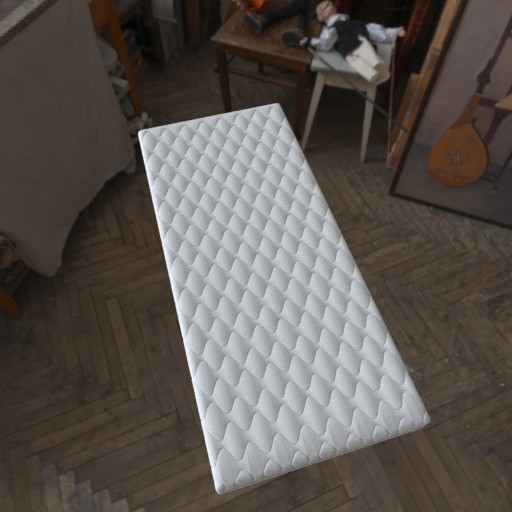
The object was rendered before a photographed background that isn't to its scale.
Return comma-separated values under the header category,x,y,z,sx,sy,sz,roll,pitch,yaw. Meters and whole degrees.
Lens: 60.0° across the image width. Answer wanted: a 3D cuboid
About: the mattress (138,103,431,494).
category,x,y,z,sx,sy,sz,roll,pitch,yaw
mattress,0.000,0.000,2.287,0.900,0.200,2.000,-14,59,-9
